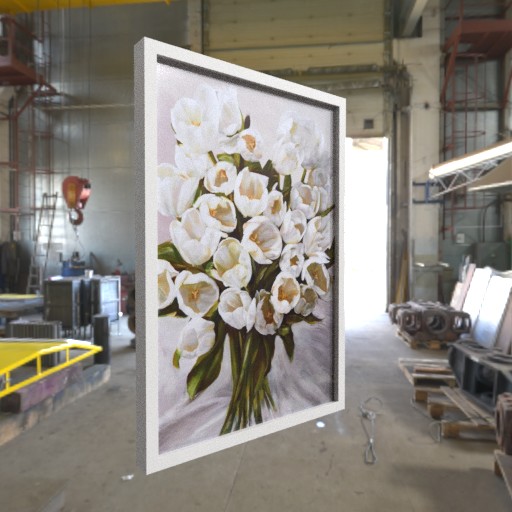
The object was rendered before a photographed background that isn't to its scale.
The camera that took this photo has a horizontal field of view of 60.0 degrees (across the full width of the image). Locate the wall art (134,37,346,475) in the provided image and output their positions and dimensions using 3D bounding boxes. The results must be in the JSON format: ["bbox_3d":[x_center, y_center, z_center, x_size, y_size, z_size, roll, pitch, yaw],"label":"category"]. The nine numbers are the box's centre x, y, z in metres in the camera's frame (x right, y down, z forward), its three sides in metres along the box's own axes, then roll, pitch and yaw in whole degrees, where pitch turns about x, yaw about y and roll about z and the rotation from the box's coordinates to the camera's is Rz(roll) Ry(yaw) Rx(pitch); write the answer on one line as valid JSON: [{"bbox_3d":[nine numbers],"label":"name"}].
[{"bbox_3d":[0.000,0.000,0.817,0.450,0.657,0.038,-1,1,-38],"label":"wall art"}]
